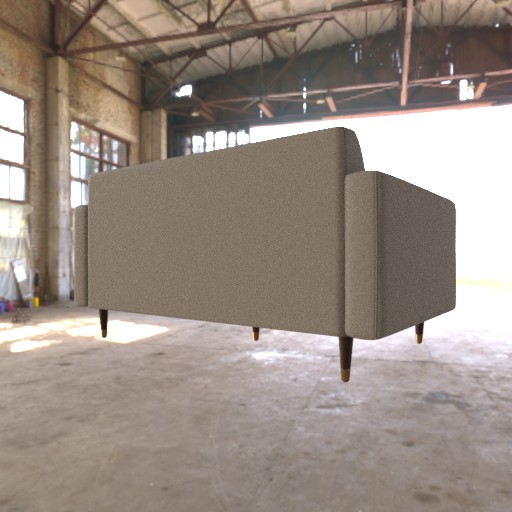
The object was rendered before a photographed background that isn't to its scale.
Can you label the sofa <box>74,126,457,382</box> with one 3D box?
[{"bbox_3d":[0.000,0.000,2.106,1.585,0.801,0.950,0,0,37],"label":"sofa"}]
